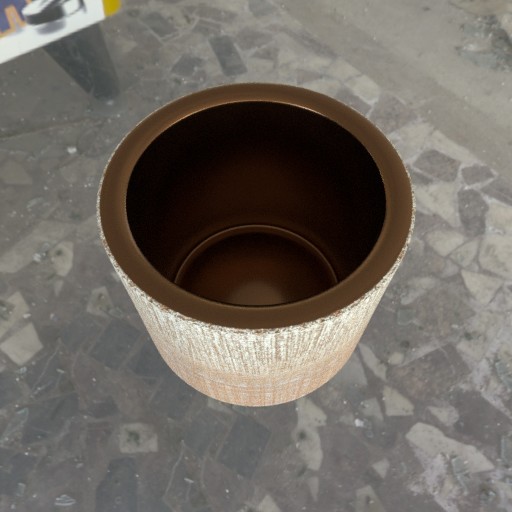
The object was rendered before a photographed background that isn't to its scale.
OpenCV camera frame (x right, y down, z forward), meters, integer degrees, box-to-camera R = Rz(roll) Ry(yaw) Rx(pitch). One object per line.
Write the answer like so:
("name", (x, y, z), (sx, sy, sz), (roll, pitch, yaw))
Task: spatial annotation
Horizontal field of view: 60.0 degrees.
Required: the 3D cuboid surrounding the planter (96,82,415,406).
("planter", (0.000, 0.000, 0.191), (0.109, 0.096, 0.109), (0, 59, 0))
